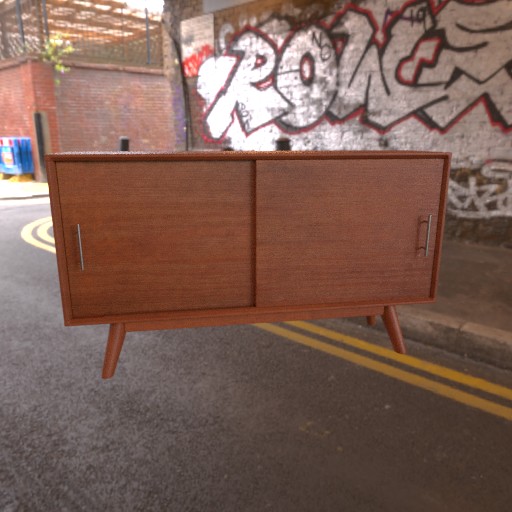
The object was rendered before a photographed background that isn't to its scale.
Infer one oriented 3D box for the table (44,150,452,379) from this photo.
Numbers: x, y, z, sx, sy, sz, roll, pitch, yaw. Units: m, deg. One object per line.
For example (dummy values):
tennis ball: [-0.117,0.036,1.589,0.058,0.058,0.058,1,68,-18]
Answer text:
table: [0.000,0.000,1.525,1.220,0.698,0.308,-2,15,-9]
